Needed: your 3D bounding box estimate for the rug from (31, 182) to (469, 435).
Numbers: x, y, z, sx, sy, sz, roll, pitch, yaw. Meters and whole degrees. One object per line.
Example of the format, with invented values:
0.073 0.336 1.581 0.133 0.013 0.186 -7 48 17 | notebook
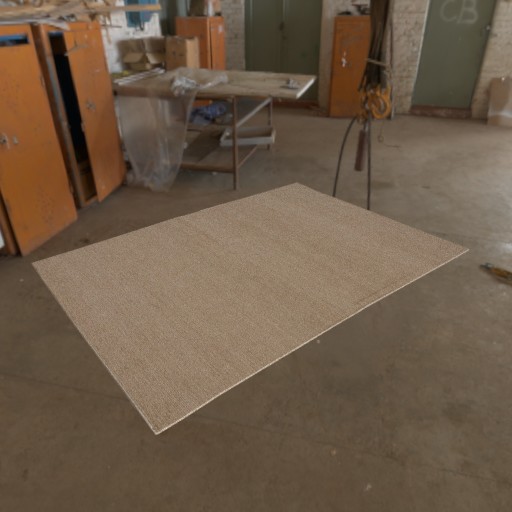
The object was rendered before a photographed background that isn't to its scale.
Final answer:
0.000 0.000 3.537 2.869 0.038 2.032 -22 36 -33 | rug
